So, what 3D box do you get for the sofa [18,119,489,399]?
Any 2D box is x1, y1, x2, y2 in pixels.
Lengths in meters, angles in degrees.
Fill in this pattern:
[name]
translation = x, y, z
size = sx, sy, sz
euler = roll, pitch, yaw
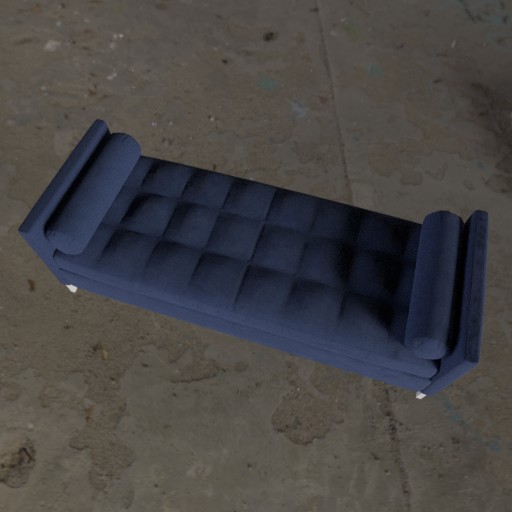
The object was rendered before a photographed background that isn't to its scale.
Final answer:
[sofa]
translation = 0.000, 0.000, 2.345
size = 2.102, 0.657, 0.797
euler = 15, 61, 9
